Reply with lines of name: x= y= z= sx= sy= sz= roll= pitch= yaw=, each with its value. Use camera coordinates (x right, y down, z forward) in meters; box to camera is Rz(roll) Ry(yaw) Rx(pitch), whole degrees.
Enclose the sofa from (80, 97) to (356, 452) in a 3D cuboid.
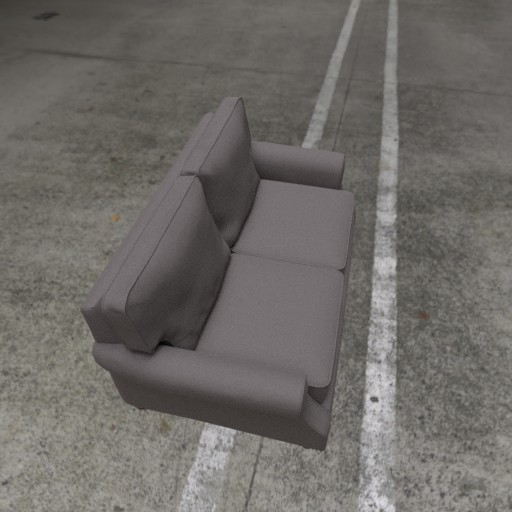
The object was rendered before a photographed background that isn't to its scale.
sofa: x=0.000 y=0.000 z=2.230 sx=0.964 sy=0.937 sz=1.665 roll=10 pitch=46 yaw=9
